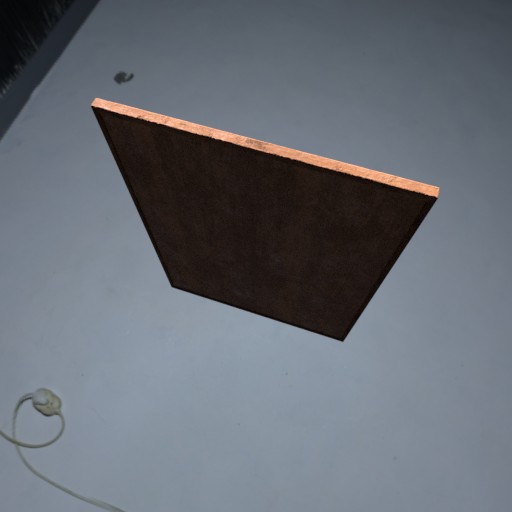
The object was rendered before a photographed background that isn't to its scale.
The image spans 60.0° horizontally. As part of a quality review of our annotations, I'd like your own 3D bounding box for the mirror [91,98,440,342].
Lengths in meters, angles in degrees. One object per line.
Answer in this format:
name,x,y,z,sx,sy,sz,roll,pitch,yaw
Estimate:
mirror,0.000,0.000,1.460,0.796,1.099,0.028,17,65,8
